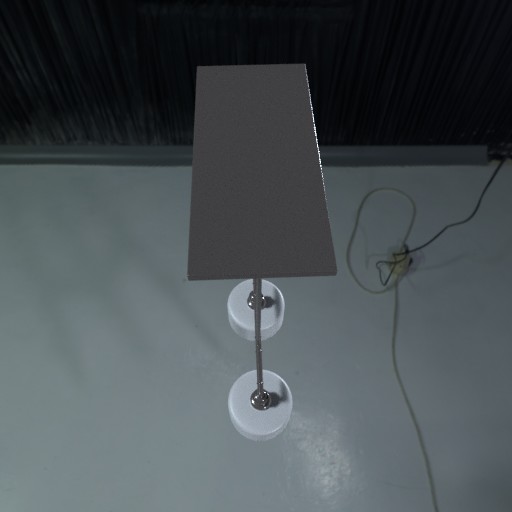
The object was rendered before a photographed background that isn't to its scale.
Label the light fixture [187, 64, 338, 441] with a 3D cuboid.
[{"bbox_3d":[0.000,0.000,0.860,0.177,0.557,0.582,-2,58,-1],"label":"light fixture"}]
